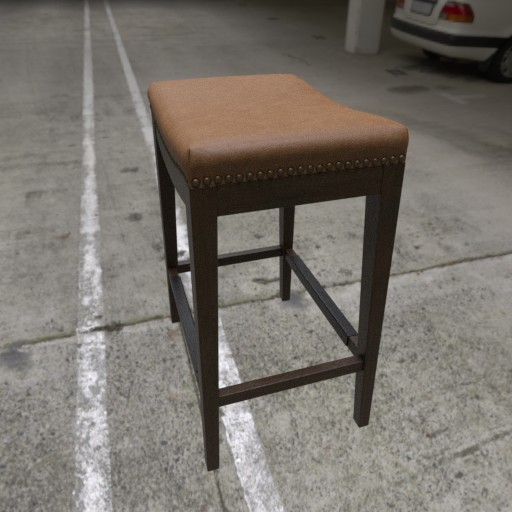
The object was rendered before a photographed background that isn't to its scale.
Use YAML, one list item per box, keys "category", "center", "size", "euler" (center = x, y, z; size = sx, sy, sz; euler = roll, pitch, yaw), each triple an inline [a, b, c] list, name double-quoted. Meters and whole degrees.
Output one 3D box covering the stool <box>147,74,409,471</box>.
- category: "stool"
  center: [0.000, 0.000, 0.960]
  size: [0.361, 0.660, 0.500]
  euler: [-10, 33, -15]
